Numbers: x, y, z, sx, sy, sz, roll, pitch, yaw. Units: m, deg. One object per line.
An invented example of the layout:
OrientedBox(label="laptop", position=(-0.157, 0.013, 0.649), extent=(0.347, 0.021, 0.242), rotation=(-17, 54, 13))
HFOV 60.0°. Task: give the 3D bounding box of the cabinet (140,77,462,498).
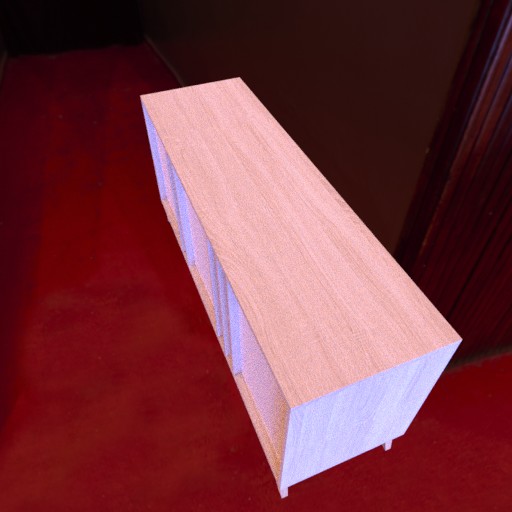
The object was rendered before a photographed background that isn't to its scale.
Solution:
OrientedBox(label="cabinet", position=(0.000, 0.000, 1.910), extent=(0.500, 0.780, 1.649), rotation=(-17, 49, -15))
